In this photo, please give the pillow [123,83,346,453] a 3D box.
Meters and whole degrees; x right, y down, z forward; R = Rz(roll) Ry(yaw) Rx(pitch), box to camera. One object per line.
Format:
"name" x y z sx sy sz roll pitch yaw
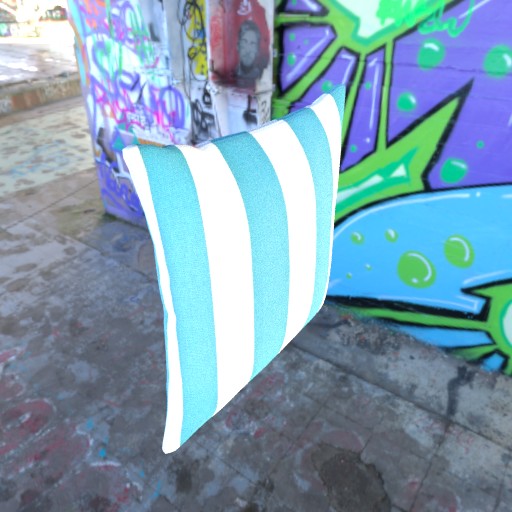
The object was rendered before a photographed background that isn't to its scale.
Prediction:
"pillow" 0.000 0.000 0.805 0.189 0.526 0.536 21 37 30
